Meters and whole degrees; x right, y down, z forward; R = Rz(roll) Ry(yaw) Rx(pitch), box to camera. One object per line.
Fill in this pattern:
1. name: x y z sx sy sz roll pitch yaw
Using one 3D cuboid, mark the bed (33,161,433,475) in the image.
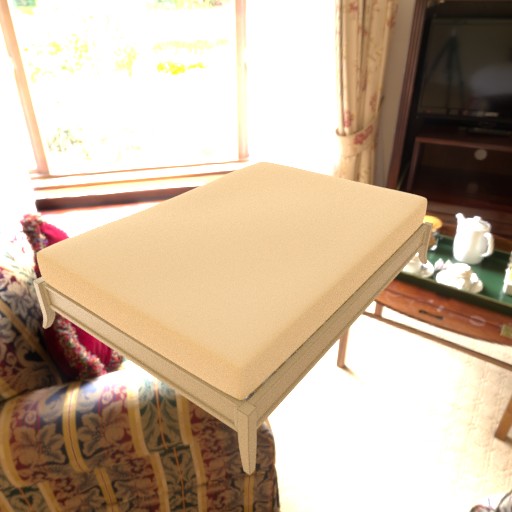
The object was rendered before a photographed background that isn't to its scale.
1. bed: 0.000 0.000 2.626 1.460 0.510 1.985 21 36 32
